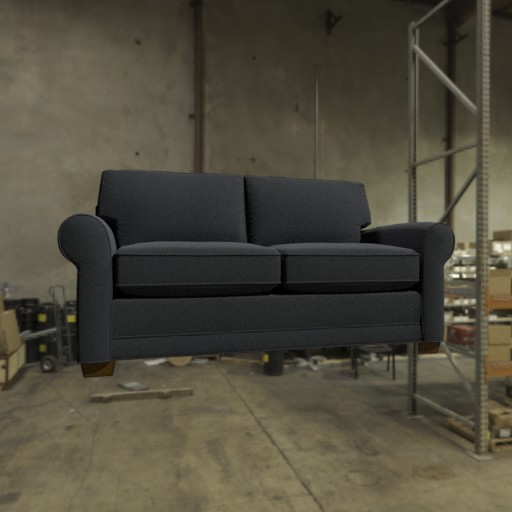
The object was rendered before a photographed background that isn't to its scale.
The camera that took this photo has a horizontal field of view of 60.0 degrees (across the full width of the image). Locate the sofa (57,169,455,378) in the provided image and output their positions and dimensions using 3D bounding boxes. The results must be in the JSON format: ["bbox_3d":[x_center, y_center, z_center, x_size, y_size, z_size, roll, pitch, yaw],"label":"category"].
[{"bbox_3d":[0.000,0.000,2.523,2.009,1.031,0.951,0,0,-16],"label":"sofa"}]
